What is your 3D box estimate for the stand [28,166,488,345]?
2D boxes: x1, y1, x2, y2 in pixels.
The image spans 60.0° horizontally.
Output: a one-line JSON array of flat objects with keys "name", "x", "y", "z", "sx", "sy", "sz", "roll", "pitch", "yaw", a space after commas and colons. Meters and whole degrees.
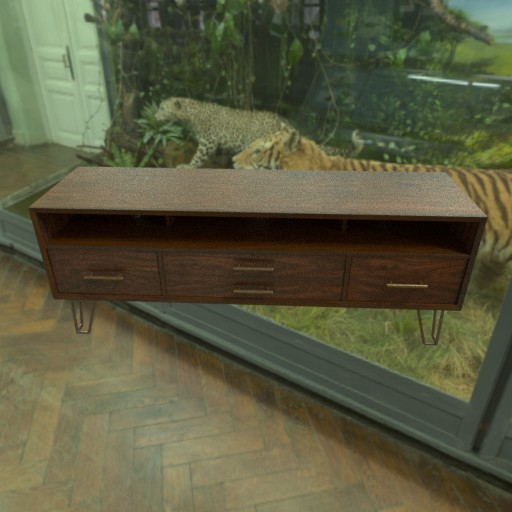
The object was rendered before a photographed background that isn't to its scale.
[{"name": "stand", "x": 0.000, "y": 0.000, "z": 1.908, "sx": 1.626, "sy": 0.610, "sz": 0.481, "roll": 1, "pitch": 30, "yaw": 2}]
